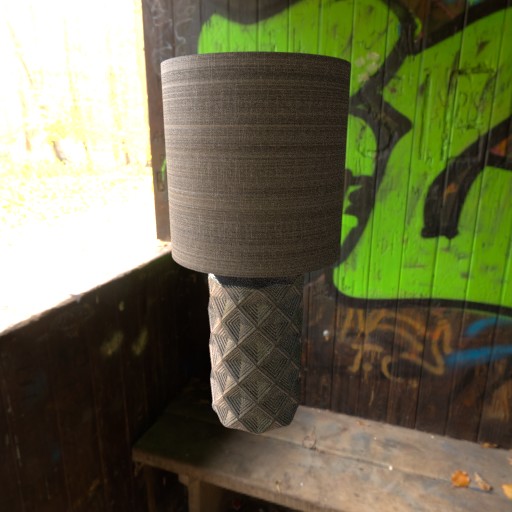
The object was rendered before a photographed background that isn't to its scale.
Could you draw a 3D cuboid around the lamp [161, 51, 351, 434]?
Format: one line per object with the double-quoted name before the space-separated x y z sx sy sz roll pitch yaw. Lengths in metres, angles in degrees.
"lamp" 0.000 0.000 0.716 0.269 0.566 0.268 -2 16 -8
